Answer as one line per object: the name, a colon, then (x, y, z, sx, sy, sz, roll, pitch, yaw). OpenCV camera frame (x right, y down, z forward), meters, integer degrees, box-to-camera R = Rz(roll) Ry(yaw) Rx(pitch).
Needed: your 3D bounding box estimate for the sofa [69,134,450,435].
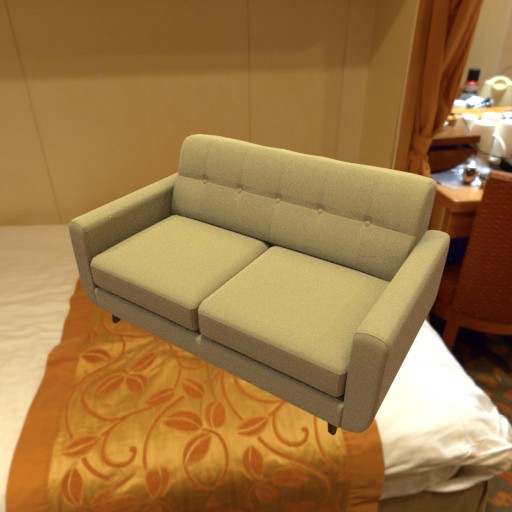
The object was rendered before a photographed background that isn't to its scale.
sofa: (0.000, 0.000, 2.253, 1.655, 0.892, 0.980, 19, 36, 28)
